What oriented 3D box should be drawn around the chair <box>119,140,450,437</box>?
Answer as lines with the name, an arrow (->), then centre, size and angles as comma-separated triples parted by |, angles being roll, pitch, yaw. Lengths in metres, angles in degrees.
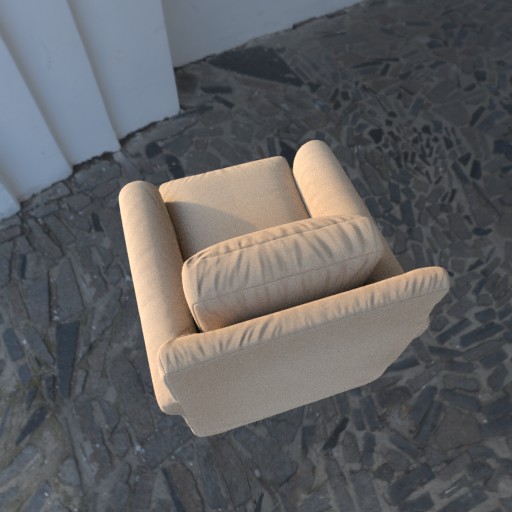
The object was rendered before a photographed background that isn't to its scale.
chair -> 0.000, 0.000, 1.738 | 0.940, 0.866, 1.066 | -15, 59, -9
